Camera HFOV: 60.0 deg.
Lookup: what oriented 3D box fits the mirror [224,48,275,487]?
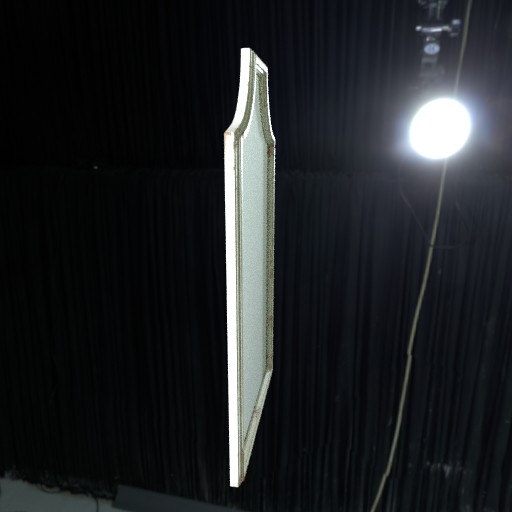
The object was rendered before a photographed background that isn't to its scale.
[{"bbox_3d":[0.000,0.000,0.862,0.022,0.717,0.403,2,15,9],"label":"mirror"}]
